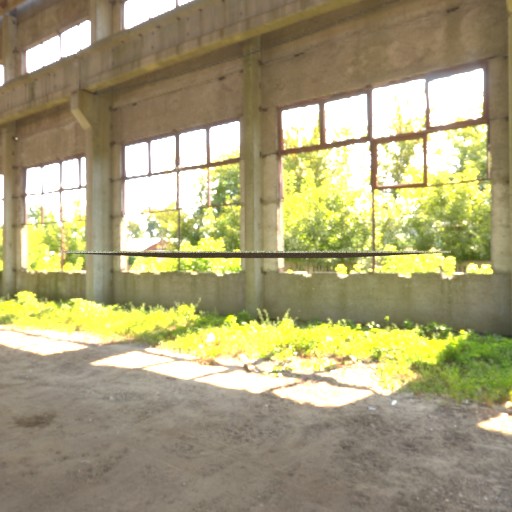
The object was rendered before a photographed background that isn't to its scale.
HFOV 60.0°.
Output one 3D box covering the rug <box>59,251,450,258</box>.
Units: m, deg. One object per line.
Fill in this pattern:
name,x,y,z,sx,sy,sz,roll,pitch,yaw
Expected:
rug,0.000,0.000,2.163,1.143,0.006,1.747,0,-1,0
